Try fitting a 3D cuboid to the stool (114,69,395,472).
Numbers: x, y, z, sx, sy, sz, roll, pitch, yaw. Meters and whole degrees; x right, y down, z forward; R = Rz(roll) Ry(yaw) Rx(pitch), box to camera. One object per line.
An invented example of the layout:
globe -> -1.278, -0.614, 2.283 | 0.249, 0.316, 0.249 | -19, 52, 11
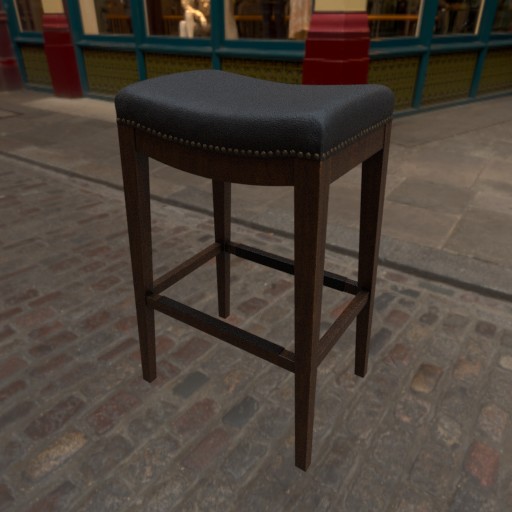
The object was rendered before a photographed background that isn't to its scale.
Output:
stool -> 0.000, 0.000, 1.032 | 0.500, 0.765, 0.361 | 18, 34, 29
